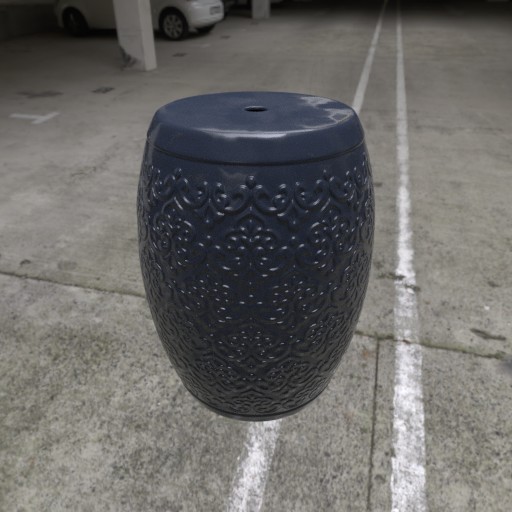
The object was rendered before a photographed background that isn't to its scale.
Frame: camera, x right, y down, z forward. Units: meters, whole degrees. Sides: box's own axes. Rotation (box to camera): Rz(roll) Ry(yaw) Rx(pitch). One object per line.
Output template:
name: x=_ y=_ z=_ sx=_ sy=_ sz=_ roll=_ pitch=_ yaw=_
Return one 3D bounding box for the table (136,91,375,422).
table: x=0.000 y=0.000 z=0.612 sx=0.309 sy=0.397 sz=0.309 roll=0 pitch=30 yaw=0
